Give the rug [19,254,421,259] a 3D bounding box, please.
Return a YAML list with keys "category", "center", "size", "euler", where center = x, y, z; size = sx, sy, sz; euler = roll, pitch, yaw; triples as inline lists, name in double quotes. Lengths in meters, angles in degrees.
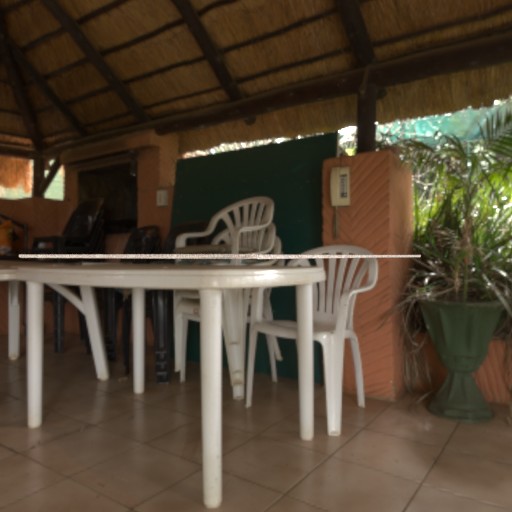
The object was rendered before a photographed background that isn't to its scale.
- category: "rug"
  center: [0.000, 0.000, 2.308]
  size: [1.224, 0.016, 1.832]
  euler: [0, 0, 34]
